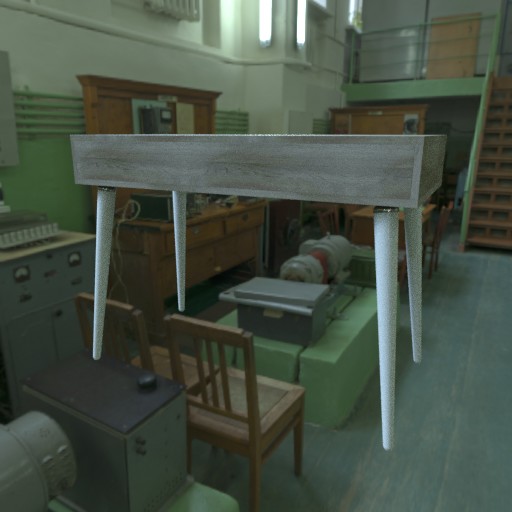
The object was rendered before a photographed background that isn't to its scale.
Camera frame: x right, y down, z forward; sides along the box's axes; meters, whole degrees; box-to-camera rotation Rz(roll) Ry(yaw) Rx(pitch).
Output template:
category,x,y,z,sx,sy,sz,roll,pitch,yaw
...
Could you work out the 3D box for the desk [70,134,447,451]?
category,x,y,z,sx,sy,sz,roll,pitch,yaw
desk,0.000,0.000,1.373,0.979,0.723,0.491,8,17,26
